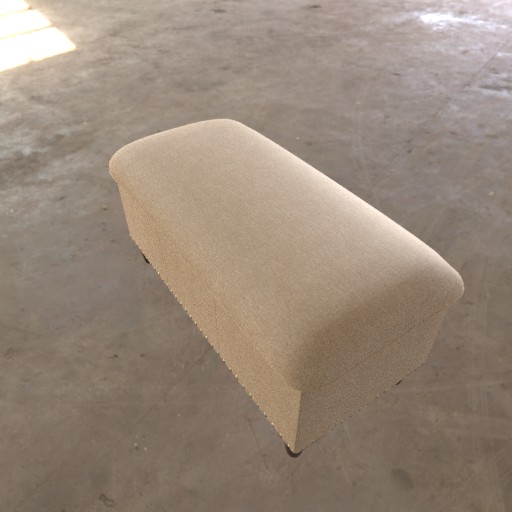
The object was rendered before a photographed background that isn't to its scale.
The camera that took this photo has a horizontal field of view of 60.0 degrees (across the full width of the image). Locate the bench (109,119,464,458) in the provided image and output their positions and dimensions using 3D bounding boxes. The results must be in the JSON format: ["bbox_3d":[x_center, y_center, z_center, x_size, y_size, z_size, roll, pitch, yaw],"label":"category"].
[{"bbox_3d":[0.000,0.000,1.260,0.483,0.483,0.991,-24,47,-25],"label":"bench"}]
